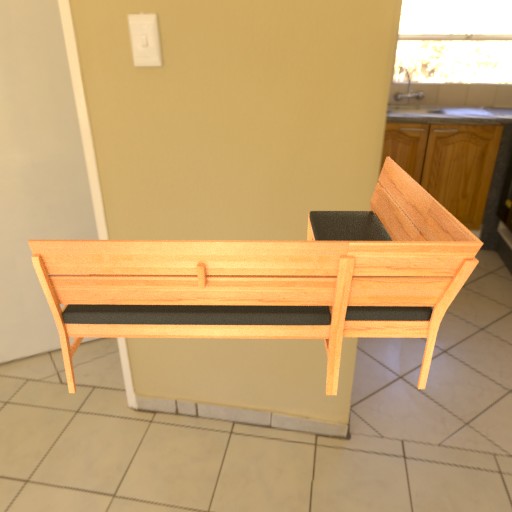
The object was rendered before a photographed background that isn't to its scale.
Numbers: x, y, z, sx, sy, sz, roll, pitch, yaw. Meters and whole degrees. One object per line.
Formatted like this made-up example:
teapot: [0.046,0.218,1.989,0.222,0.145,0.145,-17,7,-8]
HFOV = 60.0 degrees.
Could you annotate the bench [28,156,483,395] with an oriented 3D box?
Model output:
bench: [0.000,0.000,2.780,1.948,0.890,1.548,0,26,1]
